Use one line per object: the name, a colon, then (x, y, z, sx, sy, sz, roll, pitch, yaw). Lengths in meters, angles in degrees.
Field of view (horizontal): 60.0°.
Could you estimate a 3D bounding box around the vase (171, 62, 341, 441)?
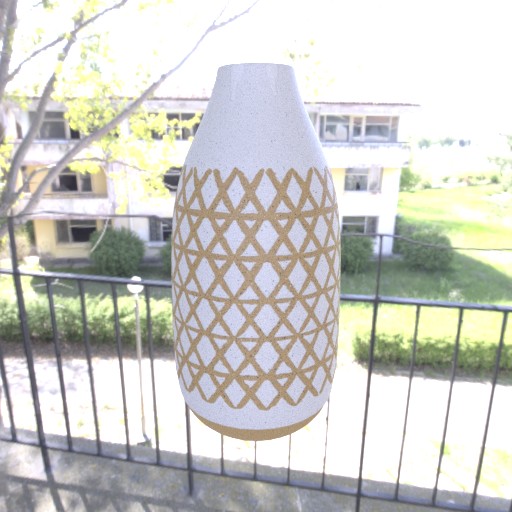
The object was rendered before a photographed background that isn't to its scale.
vase: (0.000, 0.000, 0.482, 0.186, 0.380, 0.186, 0, 16, 0)
